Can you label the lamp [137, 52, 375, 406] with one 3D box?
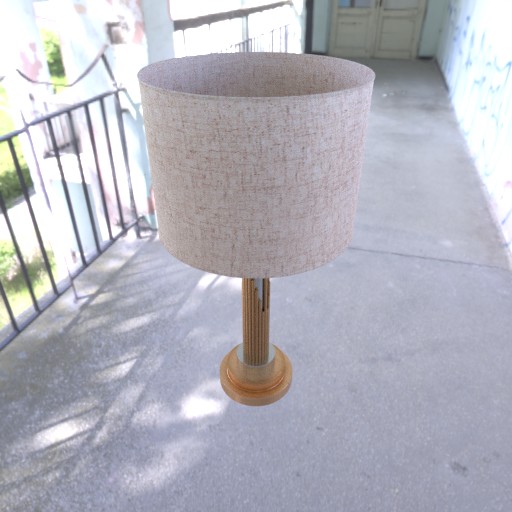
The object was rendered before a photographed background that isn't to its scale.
[{"bbox_3d":[0.000,0.000,0.776,0.321,0.610,0.321,9,34,14],"label":"lamp"}]
